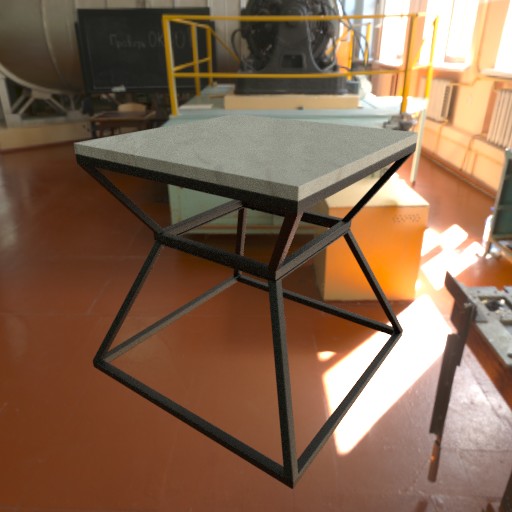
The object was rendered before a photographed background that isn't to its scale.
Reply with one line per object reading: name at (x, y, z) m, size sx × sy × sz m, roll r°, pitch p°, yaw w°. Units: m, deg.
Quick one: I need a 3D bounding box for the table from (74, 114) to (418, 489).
table at (0.000, 0.000, 0.820) m, size 0.455 × 0.431 × 0.455 m, roll 17°, pitch 30°, yaw 32°
